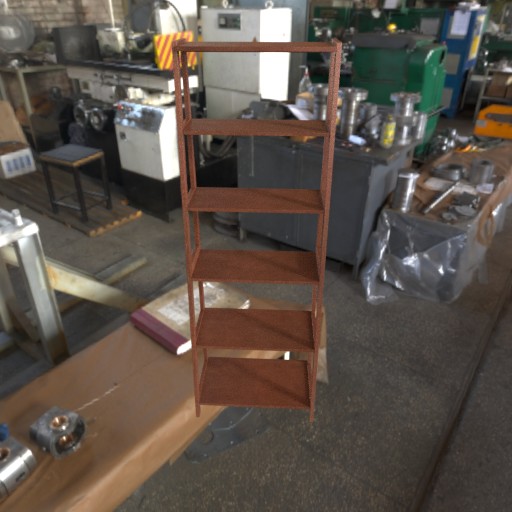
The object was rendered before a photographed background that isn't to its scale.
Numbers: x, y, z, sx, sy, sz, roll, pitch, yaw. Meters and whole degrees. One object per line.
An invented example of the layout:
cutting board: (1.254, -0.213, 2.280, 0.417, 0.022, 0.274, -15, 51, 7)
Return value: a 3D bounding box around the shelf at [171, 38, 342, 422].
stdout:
shelf: (0.000, 0.000, 2.171, 0.660, 1.892, 0.382, 1, 30, 3)
